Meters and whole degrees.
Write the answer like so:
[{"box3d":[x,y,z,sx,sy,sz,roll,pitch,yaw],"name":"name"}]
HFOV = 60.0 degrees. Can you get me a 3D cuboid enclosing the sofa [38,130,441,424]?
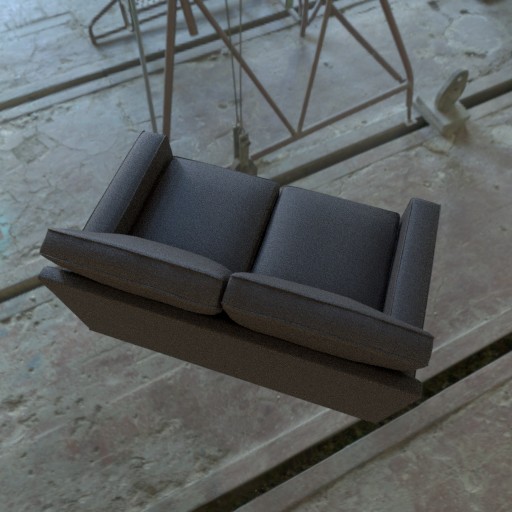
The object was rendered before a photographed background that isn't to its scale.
[{"box3d":[0.000,0.000,2.083,1.534,0.887,0.974,16,63,8],"name":"sofa"}]
